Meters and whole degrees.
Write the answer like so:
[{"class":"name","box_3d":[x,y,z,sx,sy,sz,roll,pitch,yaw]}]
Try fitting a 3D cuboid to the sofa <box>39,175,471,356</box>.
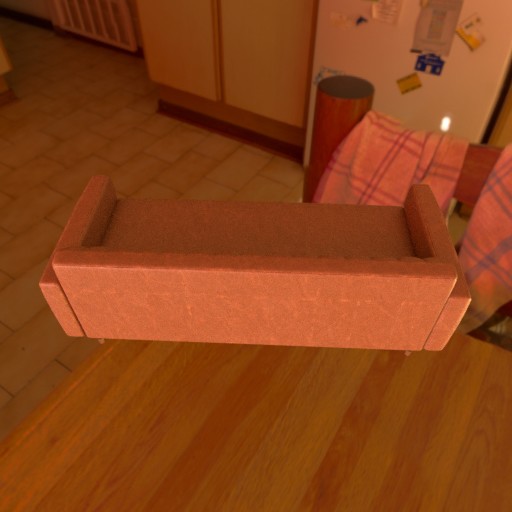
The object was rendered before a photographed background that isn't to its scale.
[{"class":"sofa","box_3d":[0.000,0.000,2.771,2.291,0.821,0.990,2,47,2]}]
